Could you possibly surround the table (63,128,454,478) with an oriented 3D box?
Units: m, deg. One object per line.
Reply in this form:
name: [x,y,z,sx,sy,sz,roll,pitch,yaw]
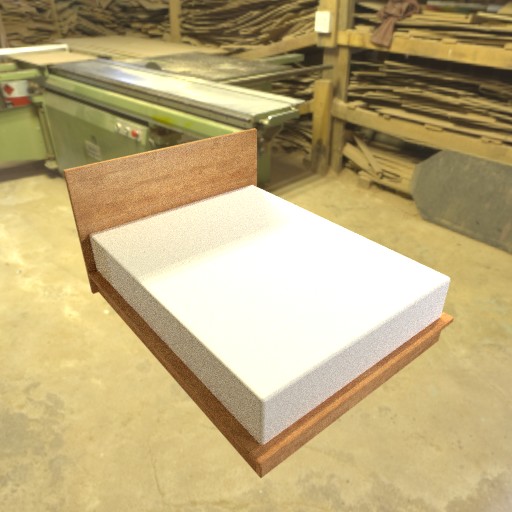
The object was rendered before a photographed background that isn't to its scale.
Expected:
table: [0.000,0.000,3.087,1.707,1.041,2.149,-23,38,-33]
